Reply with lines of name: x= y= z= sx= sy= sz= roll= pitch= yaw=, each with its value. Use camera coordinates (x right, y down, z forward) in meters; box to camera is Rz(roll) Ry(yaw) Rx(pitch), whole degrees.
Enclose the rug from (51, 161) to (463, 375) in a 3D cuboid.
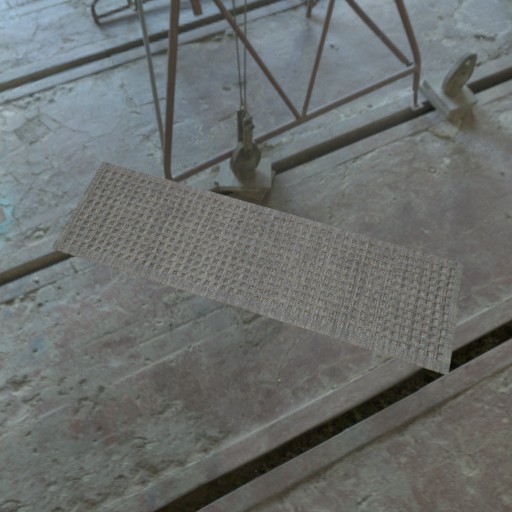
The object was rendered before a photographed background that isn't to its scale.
rug: x=0.000 y=0.000 z=2.721 sx=2.443 sy=0.009 sz=0.706 roll=17 pitch=65 yaw=8
